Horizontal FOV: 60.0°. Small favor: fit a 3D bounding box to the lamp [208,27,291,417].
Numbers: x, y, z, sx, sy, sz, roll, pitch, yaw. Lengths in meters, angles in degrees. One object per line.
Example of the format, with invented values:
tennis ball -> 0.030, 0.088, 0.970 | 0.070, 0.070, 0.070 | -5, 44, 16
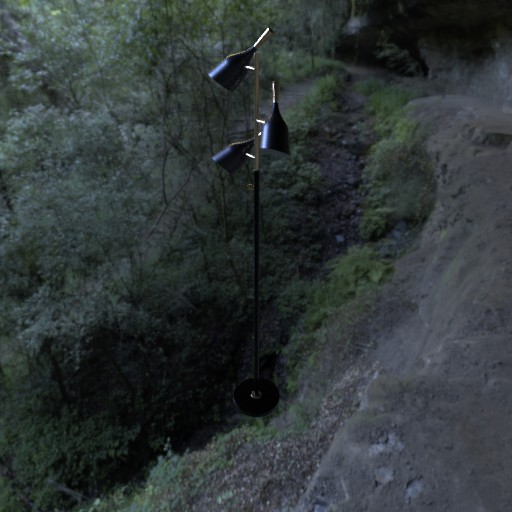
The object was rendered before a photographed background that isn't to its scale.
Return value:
lamp -> 0.000, 0.000, 1.943 | 0.253, 1.778, 0.434 | -21, 36, -31
